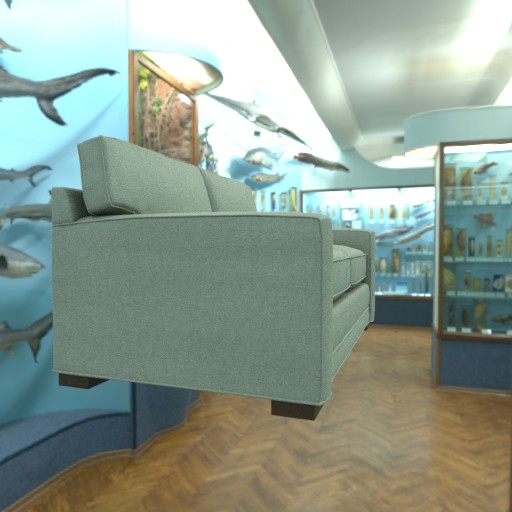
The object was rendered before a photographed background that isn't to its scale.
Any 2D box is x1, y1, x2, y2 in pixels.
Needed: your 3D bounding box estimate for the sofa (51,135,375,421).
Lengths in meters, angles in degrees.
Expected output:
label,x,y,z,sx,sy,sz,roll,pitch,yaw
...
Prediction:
label,x,y,z,sx,sy,sz,roll,pitch,yaw
sofa,0.000,0.000,2.025,0.940,0.853,1.484,1,2,20
